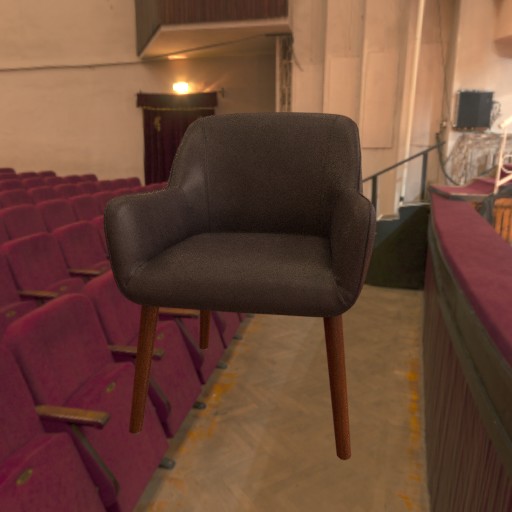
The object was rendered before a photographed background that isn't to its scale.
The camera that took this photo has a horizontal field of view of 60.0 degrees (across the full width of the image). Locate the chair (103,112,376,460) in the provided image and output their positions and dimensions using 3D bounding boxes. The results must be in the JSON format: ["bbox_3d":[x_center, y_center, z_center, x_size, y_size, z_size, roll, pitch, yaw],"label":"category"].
[{"bbox_3d":[0.000,0.000,1.261,0.610,0.828,0.610,2,13,11],"label":"chair"}]
